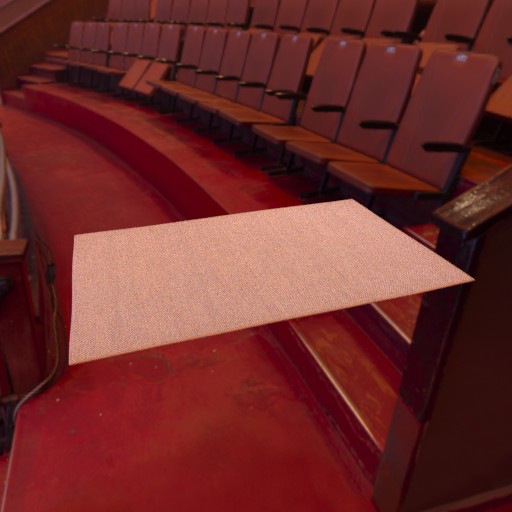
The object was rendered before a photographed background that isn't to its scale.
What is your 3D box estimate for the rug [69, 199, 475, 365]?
[{"bbox_3d":[0.000,0.000,2.150,1.678,0.013,1.078,-9,29,-17],"label":"rug"}]
